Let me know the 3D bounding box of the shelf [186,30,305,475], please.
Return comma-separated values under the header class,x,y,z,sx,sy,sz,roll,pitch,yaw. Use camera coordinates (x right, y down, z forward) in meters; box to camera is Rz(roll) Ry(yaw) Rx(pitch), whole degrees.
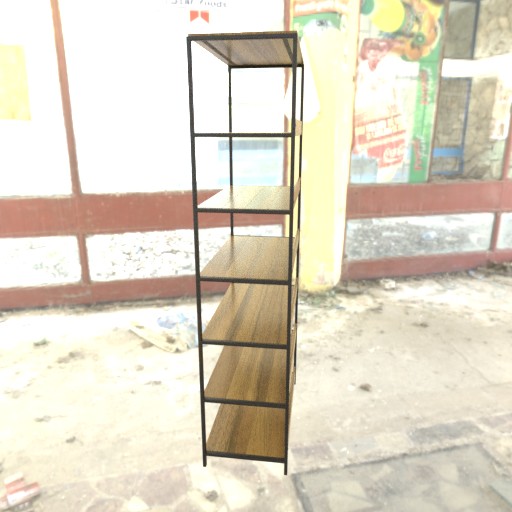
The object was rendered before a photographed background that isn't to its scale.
class,x,y,z,sx,sy,sz,roll,pitch,yaw
shelf,0.000,0.000,2.361,0.431,2.015,0.847,2,16,7
